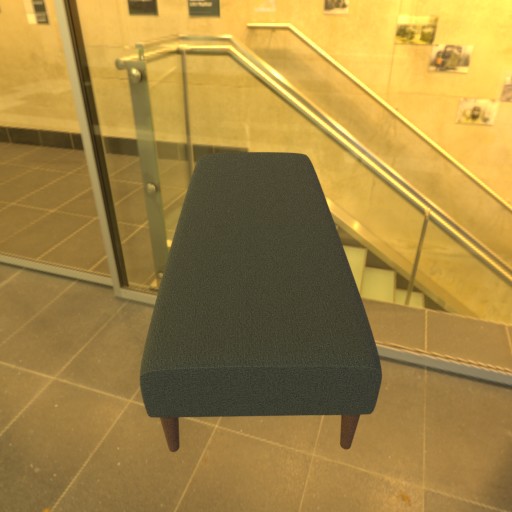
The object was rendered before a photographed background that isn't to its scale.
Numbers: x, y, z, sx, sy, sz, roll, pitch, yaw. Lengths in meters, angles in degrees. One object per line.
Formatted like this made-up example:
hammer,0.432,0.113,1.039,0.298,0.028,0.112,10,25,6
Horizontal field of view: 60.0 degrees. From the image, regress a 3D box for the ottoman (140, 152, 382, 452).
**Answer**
ottoman,0.000,0.000,1.855,0.646,0.393,1.609,0,32,-1
